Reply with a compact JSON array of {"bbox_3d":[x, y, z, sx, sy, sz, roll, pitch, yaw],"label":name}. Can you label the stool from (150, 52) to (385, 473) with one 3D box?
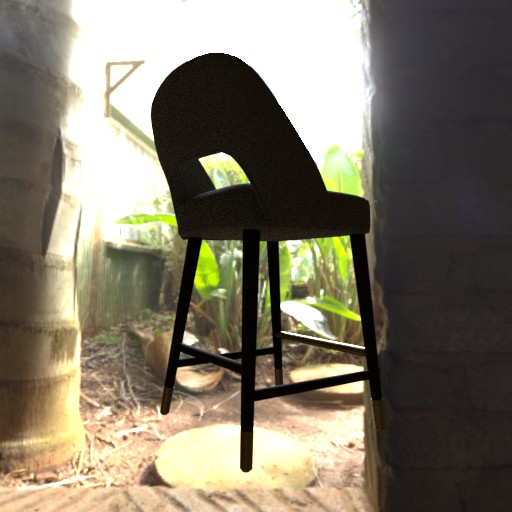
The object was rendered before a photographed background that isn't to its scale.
[{"bbox_3d":[0.000,0.000,1.231,0.524,0.925,0.536,1,-2,-34],"label":"stool"}]
